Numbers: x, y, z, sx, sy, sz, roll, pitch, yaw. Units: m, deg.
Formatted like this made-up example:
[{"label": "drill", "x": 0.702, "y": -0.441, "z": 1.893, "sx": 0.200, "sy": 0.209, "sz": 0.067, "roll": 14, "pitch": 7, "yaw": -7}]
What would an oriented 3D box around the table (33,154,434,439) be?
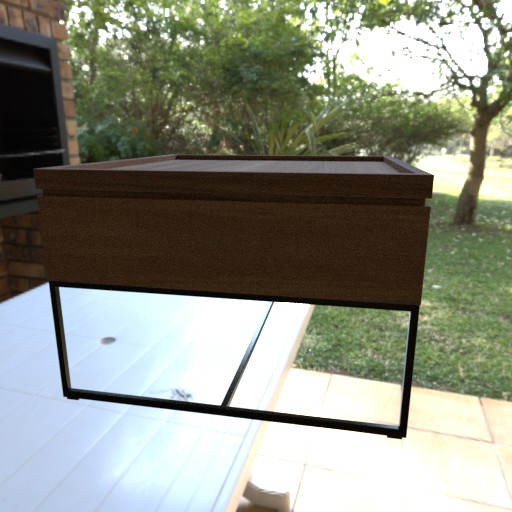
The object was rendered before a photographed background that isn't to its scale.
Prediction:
[{"label": "table", "x": 0.000, "y": 0.000, "z": 1.106, "sx": 0.676, "sy": 0.464, "sz": 0.679, "roll": 3, "pitch": 15, "yaw": 11}]
